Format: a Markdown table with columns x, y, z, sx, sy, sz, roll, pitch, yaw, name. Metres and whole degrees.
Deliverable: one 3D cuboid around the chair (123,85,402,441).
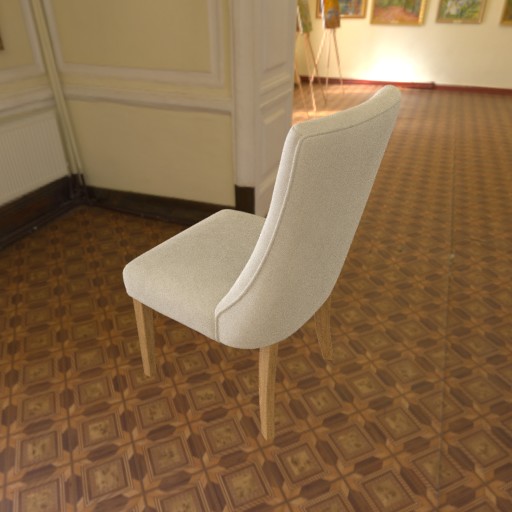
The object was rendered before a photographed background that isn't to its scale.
| x | y | z | sx | sy | sz | roll | pitch | yaw | name |
| --- | --- | --- | --- | --- | --- | --- | --- | --- | --- |
| 0.000 | 0.000 | 1.250 | 0.610 | 0.902 | 0.495 | 20 | 36 | 29 | chair |
